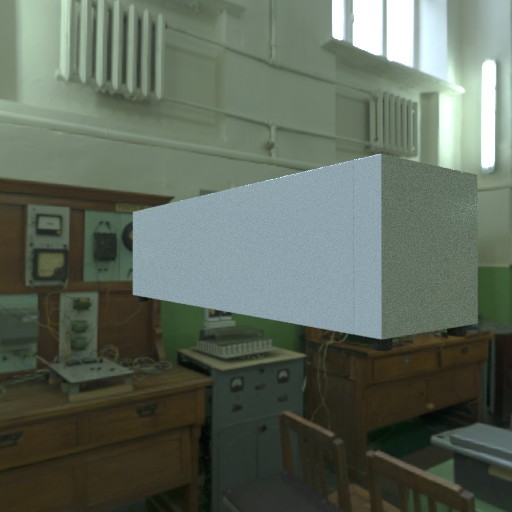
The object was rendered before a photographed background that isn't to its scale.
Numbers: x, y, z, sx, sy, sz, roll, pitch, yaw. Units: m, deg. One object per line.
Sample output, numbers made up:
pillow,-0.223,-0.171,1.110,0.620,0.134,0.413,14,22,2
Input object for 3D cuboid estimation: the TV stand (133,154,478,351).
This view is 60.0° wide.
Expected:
TV stand,0.000,0.000,1.700,0.410,0.440,1.500,0,0,-36
